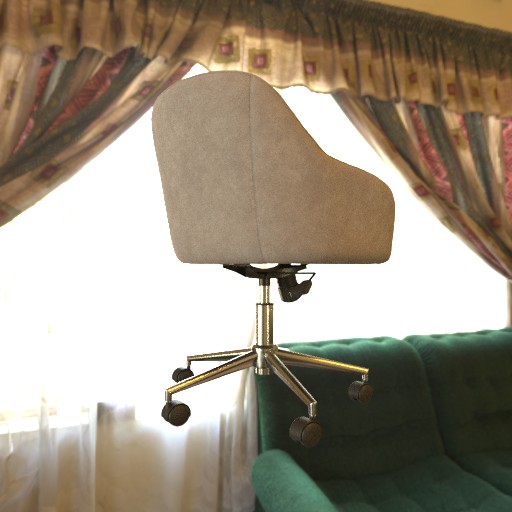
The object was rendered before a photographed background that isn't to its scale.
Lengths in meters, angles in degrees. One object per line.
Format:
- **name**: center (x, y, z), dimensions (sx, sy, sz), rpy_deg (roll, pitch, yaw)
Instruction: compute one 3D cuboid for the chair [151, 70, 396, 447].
- **chair**: center (0.000, 0.000, 1.257), dimensions (0.573, 0.831, 0.635), rpy_deg (1, -1, -35)
